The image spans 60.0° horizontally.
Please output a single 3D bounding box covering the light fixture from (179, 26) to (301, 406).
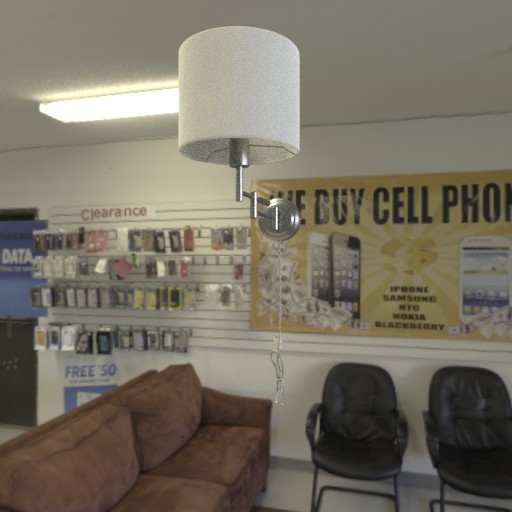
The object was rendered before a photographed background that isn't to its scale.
[{"bbox_3d":[0.000,0.000,1.043,0.253,0.842,0.479,0,0,18],"label":"light fixture"}]
